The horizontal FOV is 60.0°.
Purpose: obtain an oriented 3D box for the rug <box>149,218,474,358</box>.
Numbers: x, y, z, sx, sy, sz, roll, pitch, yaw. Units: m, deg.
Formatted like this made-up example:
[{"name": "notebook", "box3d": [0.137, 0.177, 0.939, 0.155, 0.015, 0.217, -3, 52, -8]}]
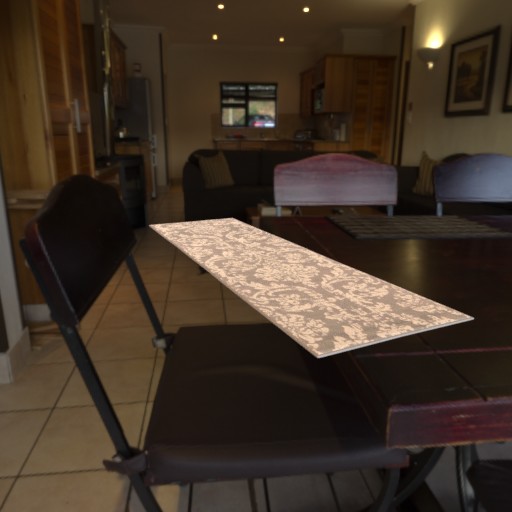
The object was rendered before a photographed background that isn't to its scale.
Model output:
[{"name": "rug", "box3d": [0.000, 0.000, 2.388, 0.662, 0.011, 2.196, -7, 17, -25]}]
